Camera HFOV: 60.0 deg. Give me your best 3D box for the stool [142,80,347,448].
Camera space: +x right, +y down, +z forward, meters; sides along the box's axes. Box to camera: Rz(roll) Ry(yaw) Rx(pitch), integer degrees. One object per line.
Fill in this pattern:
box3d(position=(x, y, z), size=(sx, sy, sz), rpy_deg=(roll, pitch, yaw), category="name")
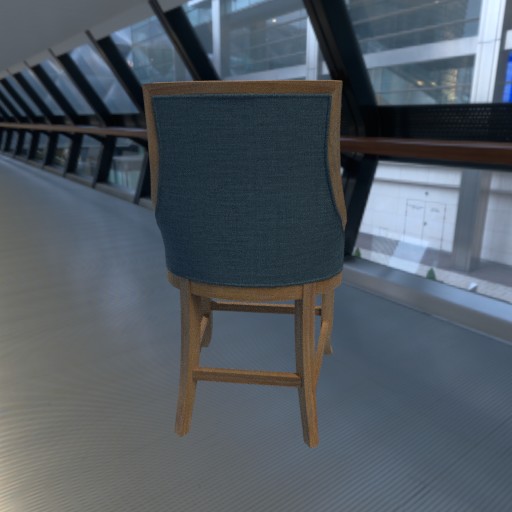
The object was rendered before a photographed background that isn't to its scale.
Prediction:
box3d(position=(0.000, 0.000, 1.344), size=(0.524, 0.938, 0.626), rpy_deg=(2, 16, 7), category="stool")
